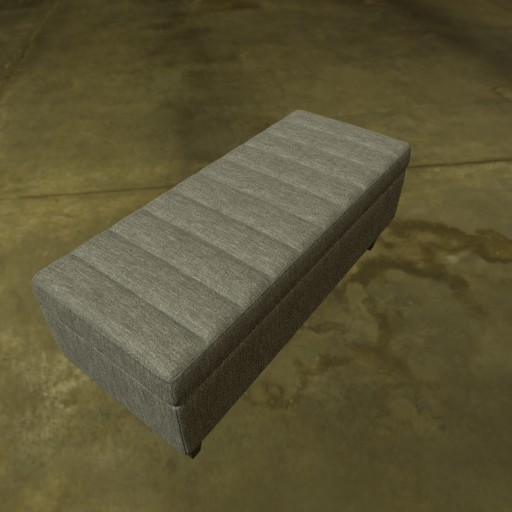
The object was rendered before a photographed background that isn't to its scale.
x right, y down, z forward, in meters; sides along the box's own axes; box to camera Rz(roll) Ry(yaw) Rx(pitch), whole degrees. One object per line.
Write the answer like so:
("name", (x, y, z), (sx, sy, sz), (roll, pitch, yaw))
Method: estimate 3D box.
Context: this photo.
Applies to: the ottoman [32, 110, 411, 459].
("ottoman", (0.000, 0.000, 1.396), (0.482, 0.469, 1.151), (27, 49, 26))
